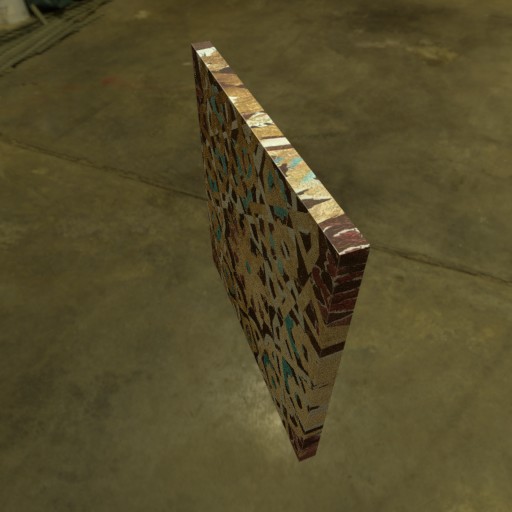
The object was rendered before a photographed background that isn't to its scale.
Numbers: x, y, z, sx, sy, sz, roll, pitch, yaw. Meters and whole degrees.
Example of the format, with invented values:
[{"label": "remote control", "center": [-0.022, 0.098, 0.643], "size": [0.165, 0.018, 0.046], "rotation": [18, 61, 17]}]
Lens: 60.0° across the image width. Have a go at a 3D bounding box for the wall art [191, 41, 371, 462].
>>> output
[{"label": "wall art", "center": [0.000, 0.000, 0.890], "size": [0.041, 0.613, 0.609], "rotation": [-15, 48, -14]}]
